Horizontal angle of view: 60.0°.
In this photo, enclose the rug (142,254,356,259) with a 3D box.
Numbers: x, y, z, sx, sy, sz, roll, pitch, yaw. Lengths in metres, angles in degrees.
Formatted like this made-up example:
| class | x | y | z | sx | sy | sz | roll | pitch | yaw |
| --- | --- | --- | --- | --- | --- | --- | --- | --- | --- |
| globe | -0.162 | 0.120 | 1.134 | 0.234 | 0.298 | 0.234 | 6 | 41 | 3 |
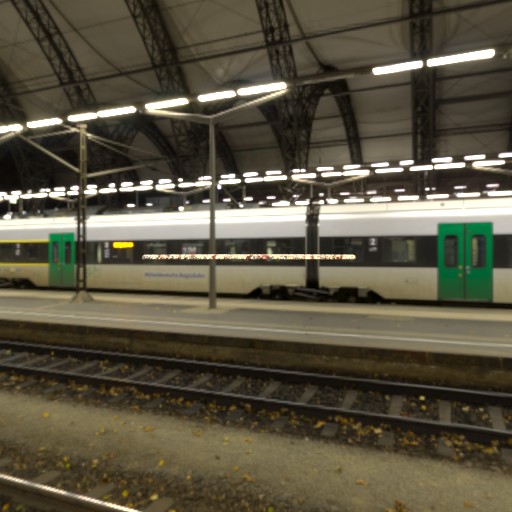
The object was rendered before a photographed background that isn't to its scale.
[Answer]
| class | x | y | z | sx | sy | sz | roll | pitch | yaw |
| --- | --- | --- | --- | --- | --- | --- | --- | --- | --- |
| rug | 0.000 | 0.000 | 2.563 | 0.688 | 0.015 | 2.292 | 0 | 0 | 1 |
